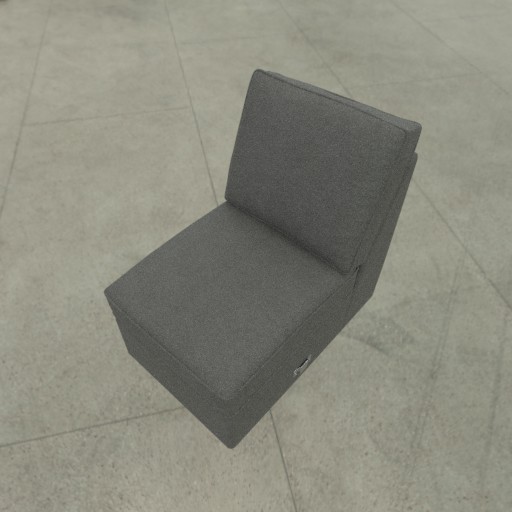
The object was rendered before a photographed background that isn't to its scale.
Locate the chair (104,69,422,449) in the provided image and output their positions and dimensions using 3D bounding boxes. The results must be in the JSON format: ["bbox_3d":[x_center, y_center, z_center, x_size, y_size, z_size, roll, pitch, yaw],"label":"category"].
[{"bbox_3d":[0.000,0.000,1.581,0.621,0.970,0.938,33,56,27],"label":"chair"}]
